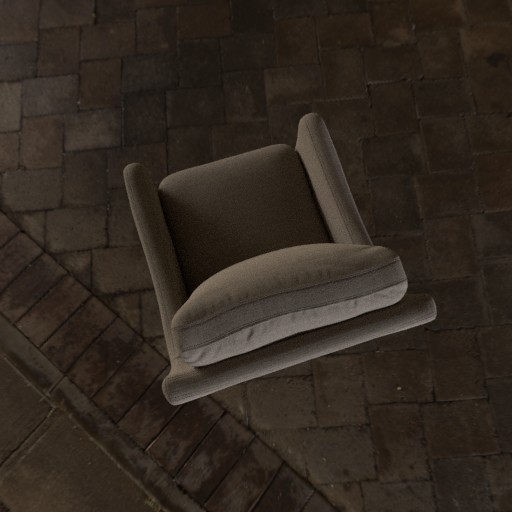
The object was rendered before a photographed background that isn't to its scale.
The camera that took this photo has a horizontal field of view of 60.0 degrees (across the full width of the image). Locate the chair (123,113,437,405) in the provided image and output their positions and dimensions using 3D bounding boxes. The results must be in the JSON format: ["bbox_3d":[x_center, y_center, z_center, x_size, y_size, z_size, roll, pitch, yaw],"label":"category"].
[{"bbox_3d":[0.000,0.000,1.362,0.626,0.914,0.694,-17,75,-5],"label":"chair"}]
